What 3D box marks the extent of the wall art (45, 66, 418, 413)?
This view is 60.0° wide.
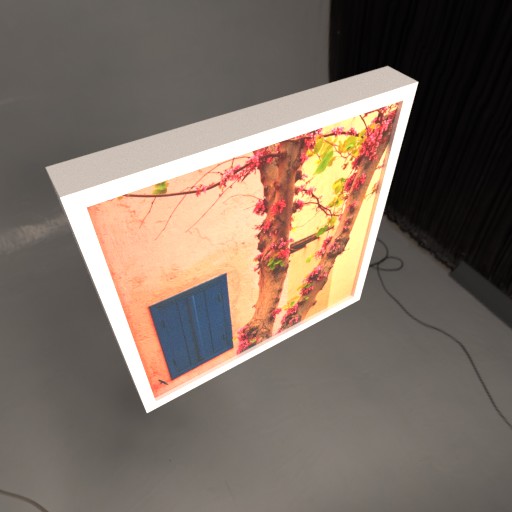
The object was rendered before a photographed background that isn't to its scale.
[{"bbox_3d":[0.000,0.000,0.447,0.305,0.302,0.038,-24,51,-21],"label":"wall art"}]
